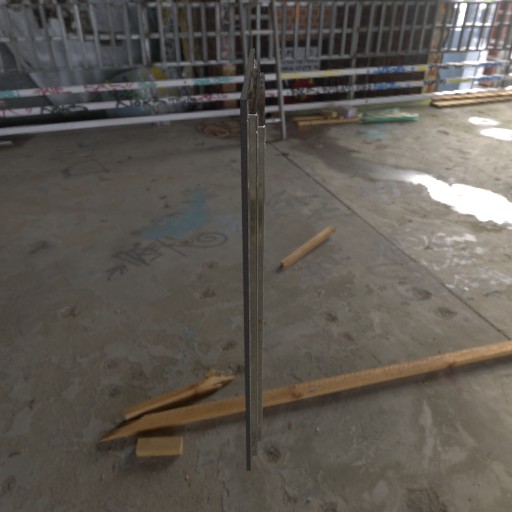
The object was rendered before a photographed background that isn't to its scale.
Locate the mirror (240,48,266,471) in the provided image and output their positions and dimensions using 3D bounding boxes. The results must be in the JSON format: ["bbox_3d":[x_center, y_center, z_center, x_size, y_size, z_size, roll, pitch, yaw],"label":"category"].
[{"bbox_3d":[0.000,0.000,1.153,0.039,0.914,0.613,0,32,1],"label":"mirror"}]
